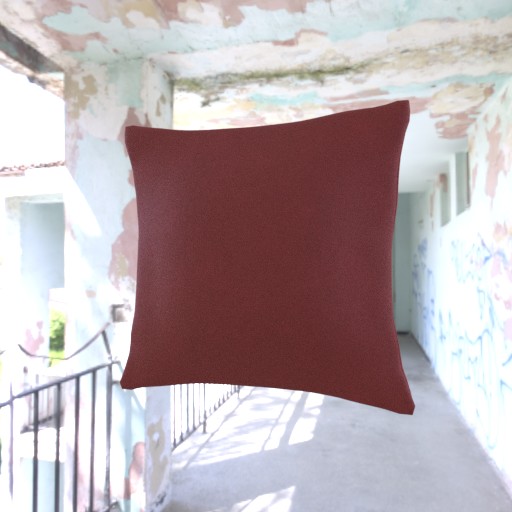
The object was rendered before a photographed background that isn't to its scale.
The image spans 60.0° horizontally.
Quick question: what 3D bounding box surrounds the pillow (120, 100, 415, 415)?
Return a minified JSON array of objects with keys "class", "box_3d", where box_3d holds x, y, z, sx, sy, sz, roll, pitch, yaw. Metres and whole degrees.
[{"class":"pillow","box_3d":[0.000,0.000,0.649,0.435,0.416,0.151,0,-1,16]}]
